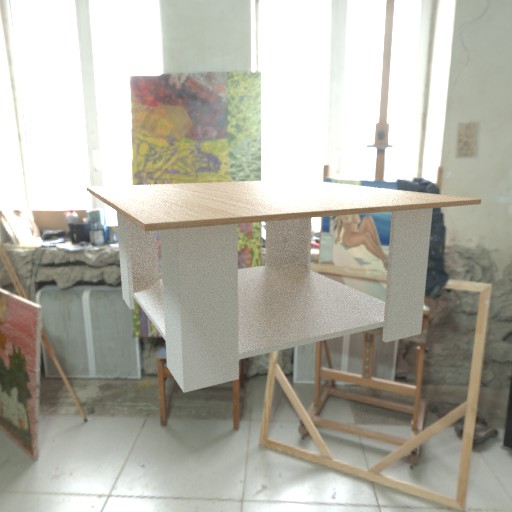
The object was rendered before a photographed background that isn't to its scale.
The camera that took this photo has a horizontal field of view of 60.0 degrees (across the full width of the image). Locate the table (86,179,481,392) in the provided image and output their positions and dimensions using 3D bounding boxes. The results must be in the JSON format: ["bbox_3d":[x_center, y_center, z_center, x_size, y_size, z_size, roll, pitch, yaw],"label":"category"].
[{"bbox_3d":[0.000,0.000,1.064,0.670,0.305,0.670,-7,15,-26],"label":"table"}]
